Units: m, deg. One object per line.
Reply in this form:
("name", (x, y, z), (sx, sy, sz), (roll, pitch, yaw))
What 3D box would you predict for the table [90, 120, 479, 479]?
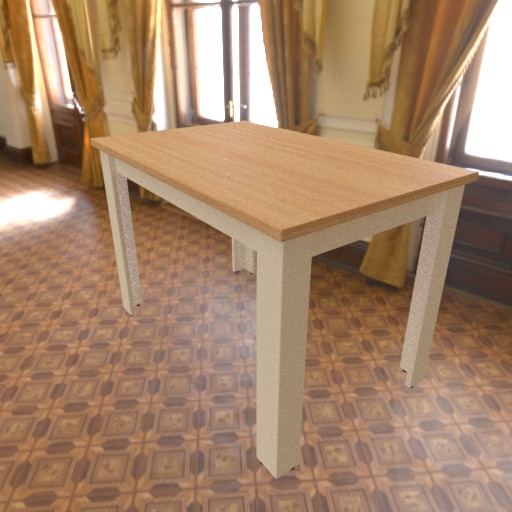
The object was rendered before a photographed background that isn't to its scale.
("table", (0.000, 0.000, 1.577), (0.700, 0.734, 1.100), (-18, 31, -33))
